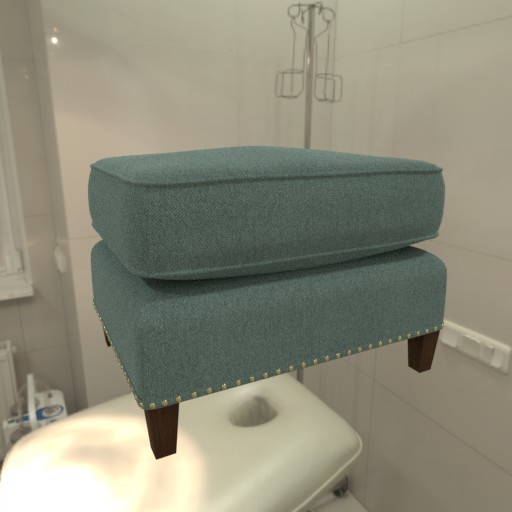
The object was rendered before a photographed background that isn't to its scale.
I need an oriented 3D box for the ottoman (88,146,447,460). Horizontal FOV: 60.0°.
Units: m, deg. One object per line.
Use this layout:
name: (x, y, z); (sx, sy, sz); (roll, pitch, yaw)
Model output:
ottoman: (0.000, 0.000, 1.112); (0.738, 0.537, 0.589); (-8, 17, -26)
